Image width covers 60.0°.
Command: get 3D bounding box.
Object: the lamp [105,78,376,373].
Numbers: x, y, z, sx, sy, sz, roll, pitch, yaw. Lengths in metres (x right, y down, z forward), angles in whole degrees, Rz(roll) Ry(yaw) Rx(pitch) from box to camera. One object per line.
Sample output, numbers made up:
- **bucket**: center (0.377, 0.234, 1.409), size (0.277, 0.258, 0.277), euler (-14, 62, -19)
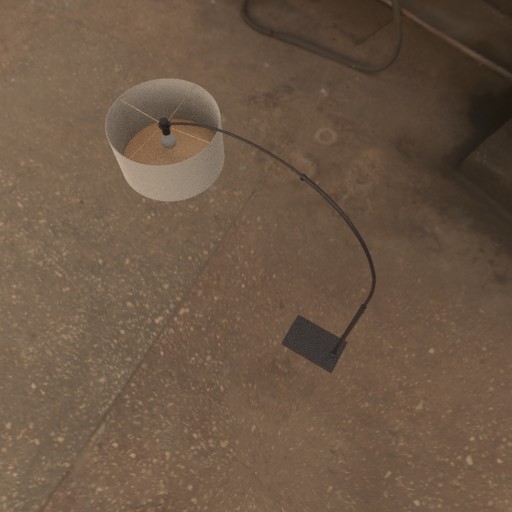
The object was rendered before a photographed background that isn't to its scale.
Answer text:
- **lamp**: center (0.000, 0.000, 2.555), size (1.424, 1.927, 0.493), euler (28, 67, 13)
